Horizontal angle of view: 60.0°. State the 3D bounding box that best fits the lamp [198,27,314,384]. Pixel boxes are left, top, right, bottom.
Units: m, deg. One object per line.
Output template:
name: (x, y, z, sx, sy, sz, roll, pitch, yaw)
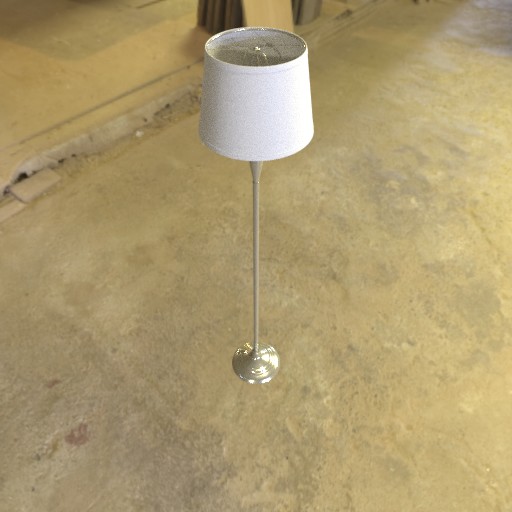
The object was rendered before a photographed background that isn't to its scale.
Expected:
lamp: (0.000, 0.000, 1.641, 0.327, 1.506, 0.327, 32, 54, 27)
